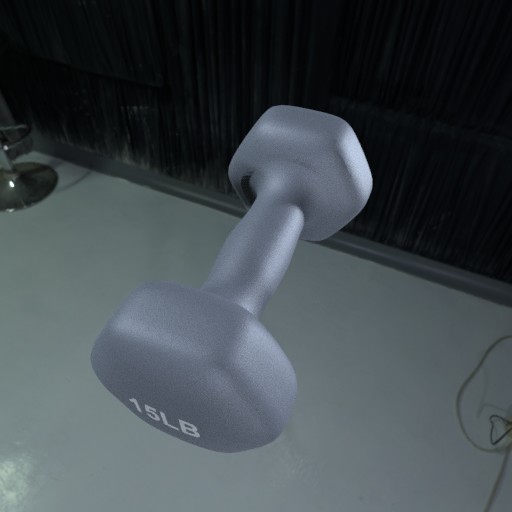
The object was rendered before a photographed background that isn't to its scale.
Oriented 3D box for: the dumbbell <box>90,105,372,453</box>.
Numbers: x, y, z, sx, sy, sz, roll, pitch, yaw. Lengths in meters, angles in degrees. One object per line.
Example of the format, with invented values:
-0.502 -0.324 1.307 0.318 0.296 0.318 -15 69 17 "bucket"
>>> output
0.000 0.000 0.298 0.116 0.105 0.240 17 50 15 "dumbbell"
